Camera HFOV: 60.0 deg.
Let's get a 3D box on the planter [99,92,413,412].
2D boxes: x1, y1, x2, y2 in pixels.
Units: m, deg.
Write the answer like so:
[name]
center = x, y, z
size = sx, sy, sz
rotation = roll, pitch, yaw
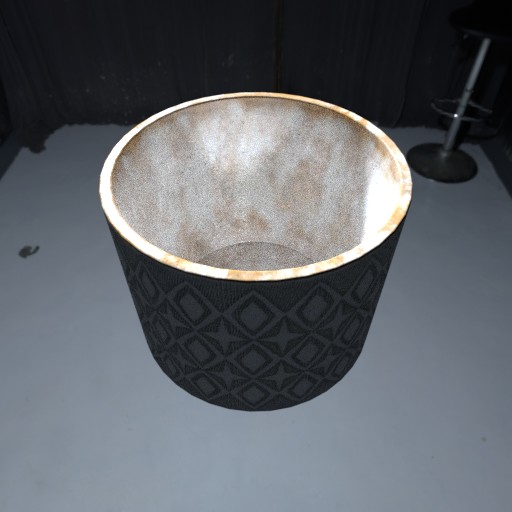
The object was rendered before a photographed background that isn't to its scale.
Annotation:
[planter]
center = 0.000, 0.000, 0.450
size = 0.255, 0.223, 0.255
rotation = 0, 47, 0
